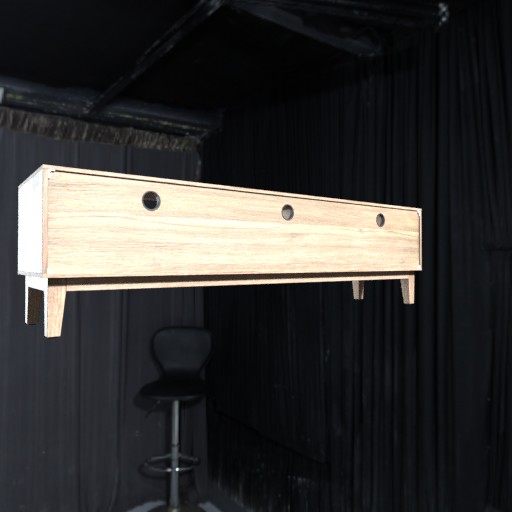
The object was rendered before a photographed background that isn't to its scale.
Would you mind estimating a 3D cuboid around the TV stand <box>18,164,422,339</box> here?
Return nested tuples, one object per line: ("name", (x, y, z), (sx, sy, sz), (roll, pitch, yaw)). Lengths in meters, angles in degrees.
("TV stand", (0.000, 0.000, 1.604), (1.482, 0.409, 0.366), (0, -1, -36))
